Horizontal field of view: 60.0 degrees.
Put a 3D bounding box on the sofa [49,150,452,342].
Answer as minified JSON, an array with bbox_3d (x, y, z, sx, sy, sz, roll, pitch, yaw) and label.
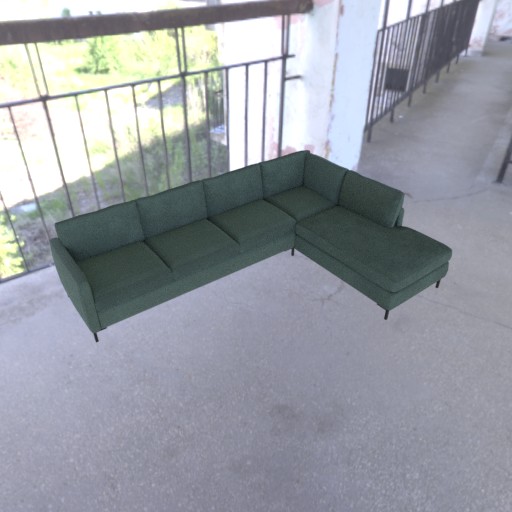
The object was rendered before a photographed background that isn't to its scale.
[{"bbox_3d":[0.000,0.000,3.290,2.486,0.687,1.707,-23,40,-30],"label":"sofa"}]
